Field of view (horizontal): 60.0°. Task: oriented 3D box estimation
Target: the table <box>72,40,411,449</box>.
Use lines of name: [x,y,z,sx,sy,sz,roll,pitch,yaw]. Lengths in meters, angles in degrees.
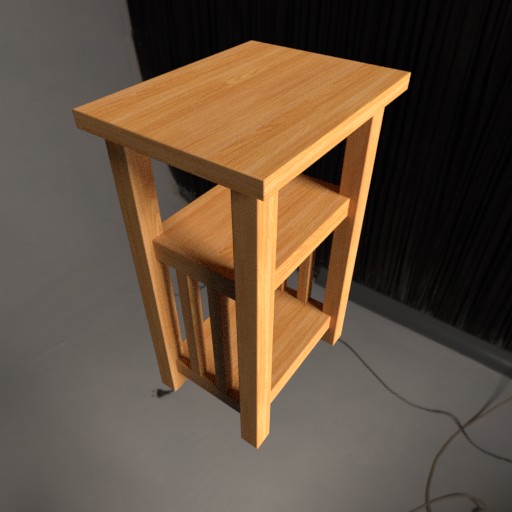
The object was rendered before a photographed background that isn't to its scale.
table: [0.000,0.000,0.734,0.270,0.550,0.350,25,46,26]
